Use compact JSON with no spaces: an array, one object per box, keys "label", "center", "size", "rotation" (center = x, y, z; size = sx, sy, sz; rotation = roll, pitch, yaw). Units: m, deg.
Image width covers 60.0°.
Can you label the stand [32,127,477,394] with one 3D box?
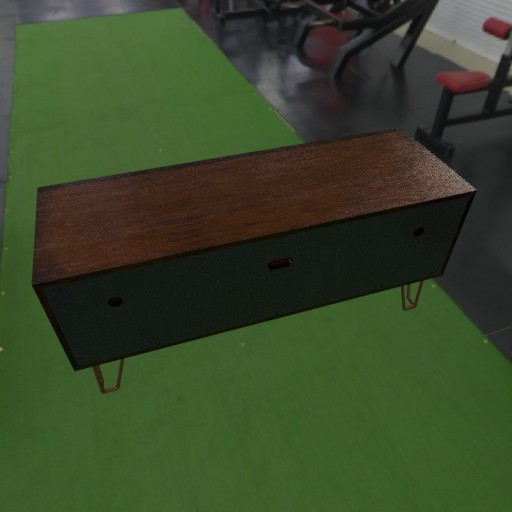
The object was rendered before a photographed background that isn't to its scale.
[{"label":"stand","center":[0.000,0.000,1.671],"size":[1.372,0.610,0.481],"rotation":[-13,44,-13]}]
